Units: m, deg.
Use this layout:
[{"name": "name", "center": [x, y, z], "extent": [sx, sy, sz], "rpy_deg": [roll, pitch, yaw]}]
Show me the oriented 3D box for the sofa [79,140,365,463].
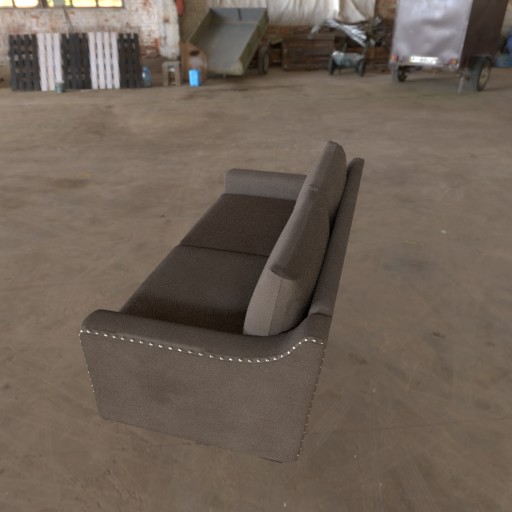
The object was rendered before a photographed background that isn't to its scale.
[{"name": "sofa", "center": [0.000, 0.000, 3.303], "extent": [1.336, 1.196, 2.550], "rpy_deg": [8, 32, 13]}]
